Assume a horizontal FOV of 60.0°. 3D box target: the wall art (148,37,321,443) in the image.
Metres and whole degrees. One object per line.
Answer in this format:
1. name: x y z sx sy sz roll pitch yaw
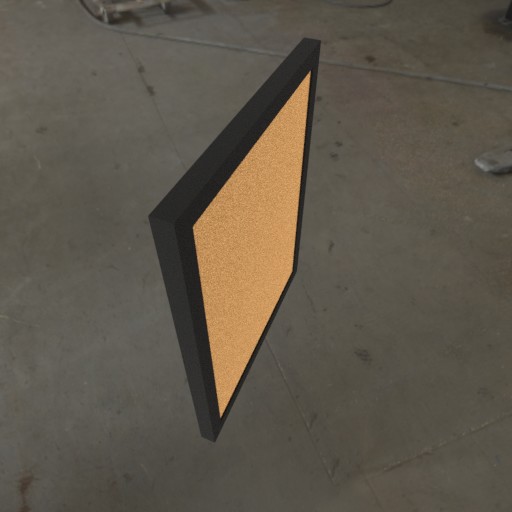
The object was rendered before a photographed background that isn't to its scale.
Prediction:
1. wall art: 0.000 0.000 0.765 0.029 0.559 0.457 17 50 15
